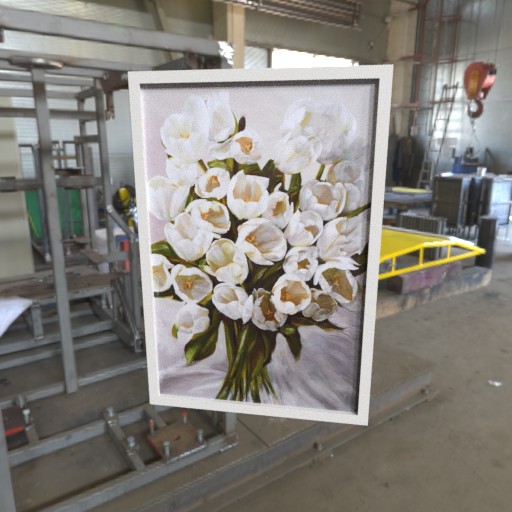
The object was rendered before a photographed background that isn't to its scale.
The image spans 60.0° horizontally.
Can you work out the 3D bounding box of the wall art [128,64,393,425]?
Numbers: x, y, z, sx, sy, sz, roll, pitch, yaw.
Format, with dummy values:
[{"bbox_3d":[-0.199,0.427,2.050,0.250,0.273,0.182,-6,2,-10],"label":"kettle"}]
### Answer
[{"bbox_3d":[0.000,0.000,0.841,0.450,0.657,0.038,2,15,9],"label":"wall art"}]
